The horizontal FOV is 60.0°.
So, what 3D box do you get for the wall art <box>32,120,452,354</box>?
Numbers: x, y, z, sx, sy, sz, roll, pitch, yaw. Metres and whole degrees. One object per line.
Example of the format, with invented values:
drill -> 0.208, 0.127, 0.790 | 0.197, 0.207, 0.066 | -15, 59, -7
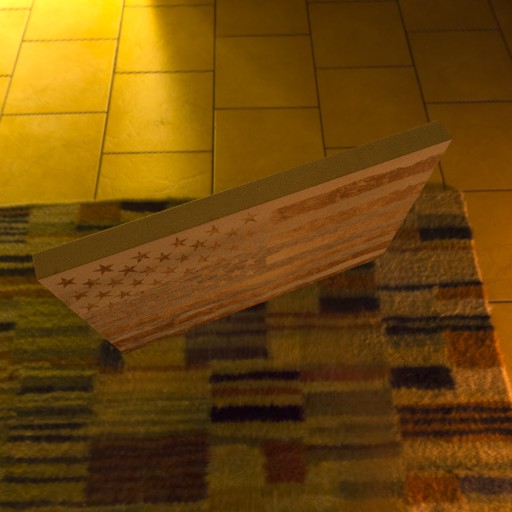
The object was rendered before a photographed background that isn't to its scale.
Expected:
wall art -> 0.000, 0.000, 0.795 | 0.606, 0.407, 0.041 | -20, 66, -9
